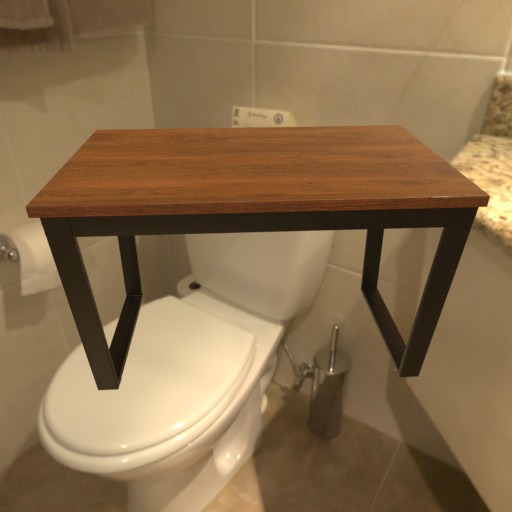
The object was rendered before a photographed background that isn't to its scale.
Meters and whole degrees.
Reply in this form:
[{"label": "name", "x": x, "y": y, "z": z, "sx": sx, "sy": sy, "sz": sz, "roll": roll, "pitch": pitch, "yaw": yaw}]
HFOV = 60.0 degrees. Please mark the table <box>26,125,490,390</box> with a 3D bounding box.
[{"label": "table", "x": 0.000, "y": 0.000, "z": 1.645, "sx": 1.205, "sy": 0.760, "sz": 0.714, "roll": -2, "pitch": 31, "yaw": -3}]
